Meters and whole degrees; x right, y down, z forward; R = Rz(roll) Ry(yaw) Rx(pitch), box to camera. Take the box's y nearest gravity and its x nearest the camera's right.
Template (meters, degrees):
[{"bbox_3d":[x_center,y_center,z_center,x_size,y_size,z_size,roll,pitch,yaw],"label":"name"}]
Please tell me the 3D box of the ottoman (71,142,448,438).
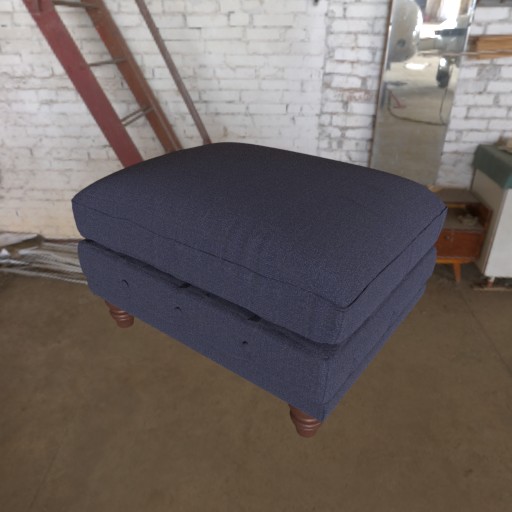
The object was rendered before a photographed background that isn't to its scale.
[{"bbox_3d":[0.000,0.000,1.148,0.767,0.486,0.558,20,35,32],"label":"ottoman"}]
